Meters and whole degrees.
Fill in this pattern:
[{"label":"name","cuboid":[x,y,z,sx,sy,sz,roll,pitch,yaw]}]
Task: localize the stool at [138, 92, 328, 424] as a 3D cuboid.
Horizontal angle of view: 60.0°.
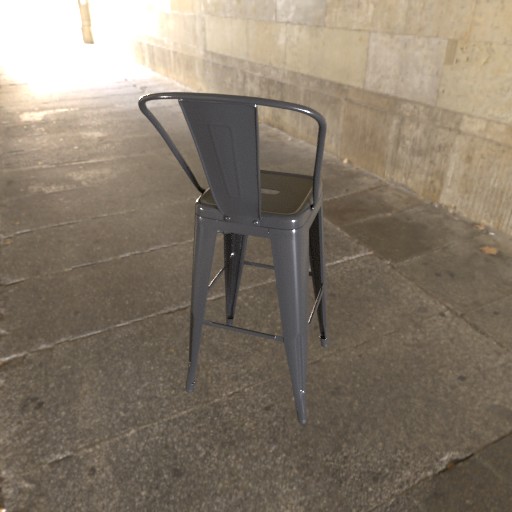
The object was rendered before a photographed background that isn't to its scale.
[{"label":"stool","cuboid":[0.000,0.000,1.333,0.432,1.022,0.528,10,32,16]}]
